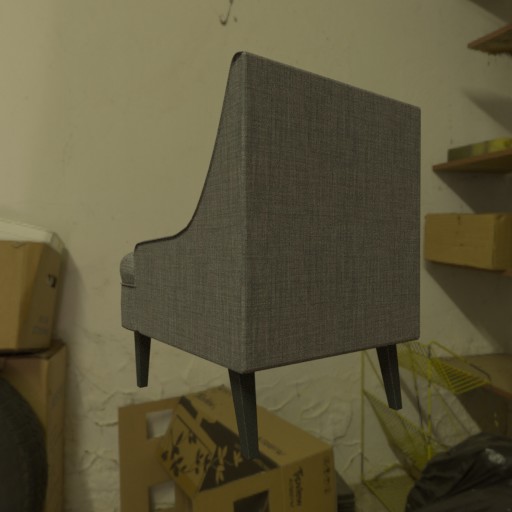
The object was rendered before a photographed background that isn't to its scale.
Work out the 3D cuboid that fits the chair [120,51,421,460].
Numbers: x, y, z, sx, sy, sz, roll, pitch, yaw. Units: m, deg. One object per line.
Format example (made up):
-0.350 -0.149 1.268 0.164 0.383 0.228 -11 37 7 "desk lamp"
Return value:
0.000 0.000 1.413 0.655 0.891 0.771 0 1 -36 "chair"
